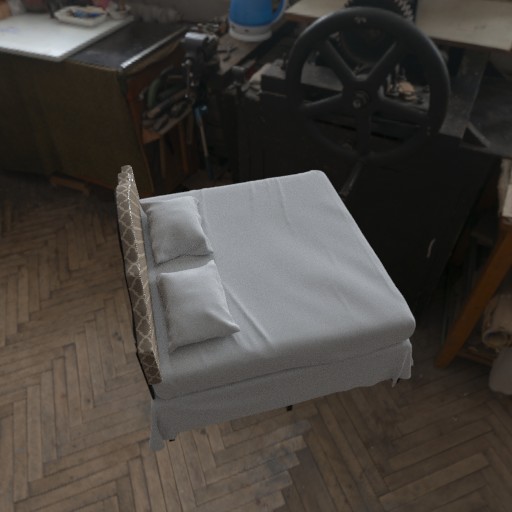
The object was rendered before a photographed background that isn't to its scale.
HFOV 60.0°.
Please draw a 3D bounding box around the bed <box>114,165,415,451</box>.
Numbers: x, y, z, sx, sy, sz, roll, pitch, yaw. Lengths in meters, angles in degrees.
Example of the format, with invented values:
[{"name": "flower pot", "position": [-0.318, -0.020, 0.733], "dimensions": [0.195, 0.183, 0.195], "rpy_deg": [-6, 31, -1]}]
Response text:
[{"name": "bed", "position": [0.000, 0.000, 3.761], "dimensions": [2.222, 1.601, 2.314], "rpy_deg": [-11, 47, -10]}]
